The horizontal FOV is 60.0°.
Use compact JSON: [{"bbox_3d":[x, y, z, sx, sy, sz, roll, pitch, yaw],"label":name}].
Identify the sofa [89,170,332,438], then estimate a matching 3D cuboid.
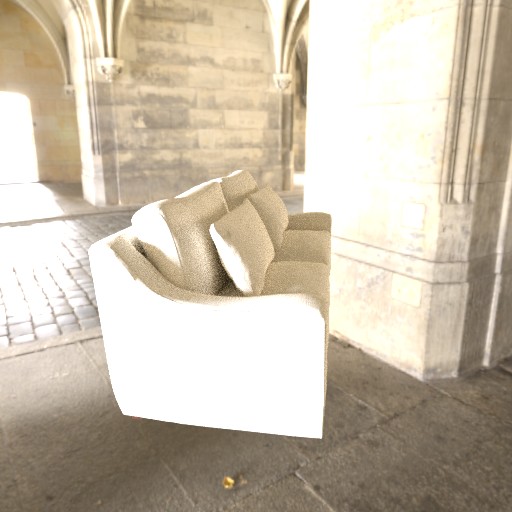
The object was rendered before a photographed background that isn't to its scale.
[{"bbox_3d":[0.000,0.000,2.994,1.009,1.022,2.470,3,15,9],"label":"sofa"}]
